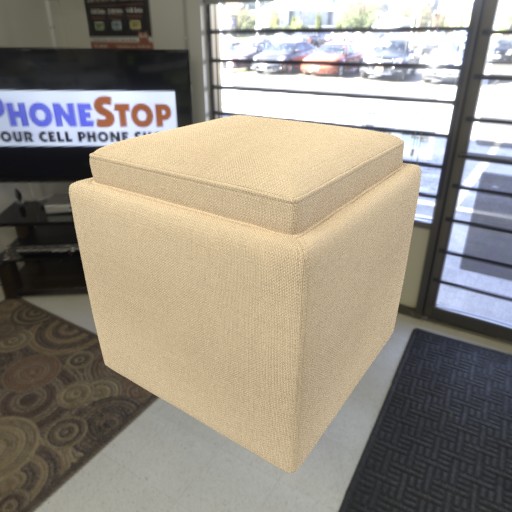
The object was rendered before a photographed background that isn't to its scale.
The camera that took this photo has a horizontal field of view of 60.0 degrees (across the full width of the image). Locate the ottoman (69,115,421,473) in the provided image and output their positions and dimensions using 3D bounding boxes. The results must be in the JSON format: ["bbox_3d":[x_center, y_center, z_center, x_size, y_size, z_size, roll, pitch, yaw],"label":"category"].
[{"bbox_3d":[0.000,0.000,0.826,0.450,0.460,0.451,17,32,31],"label":"ottoman"}]
